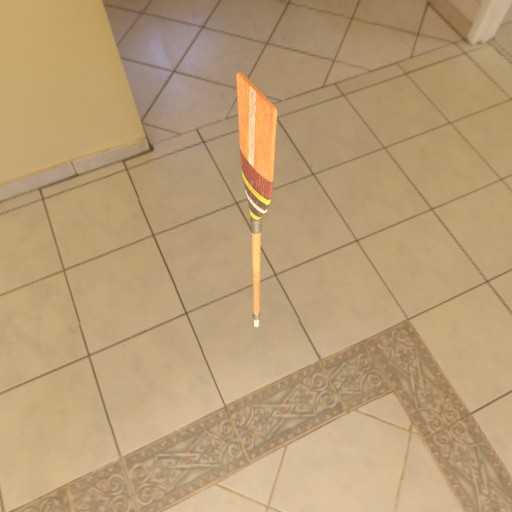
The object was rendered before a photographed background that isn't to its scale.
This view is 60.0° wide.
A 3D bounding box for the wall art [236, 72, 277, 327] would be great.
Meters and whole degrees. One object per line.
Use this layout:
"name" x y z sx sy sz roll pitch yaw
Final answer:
"wall art" 0.000 0.000 1.650 0.038 1.556 0.146 -32 67 -15
